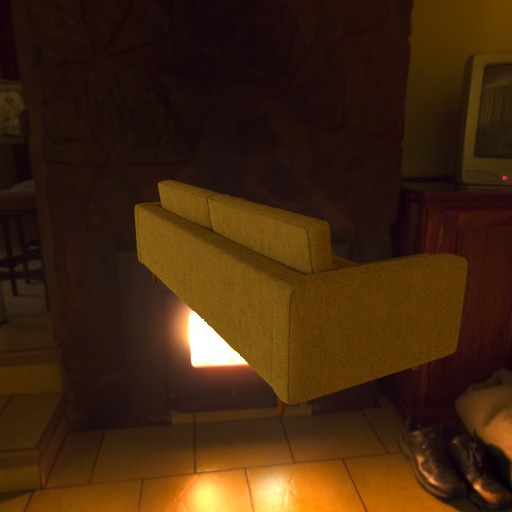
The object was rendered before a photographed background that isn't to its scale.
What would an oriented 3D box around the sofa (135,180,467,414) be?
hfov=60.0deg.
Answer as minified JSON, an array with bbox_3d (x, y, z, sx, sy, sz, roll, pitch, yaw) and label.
[{"bbox_3d":[0.000,0.000,2.634,0.919,0.770,2.200,-8,17,-27],"label":"sofa"}]
